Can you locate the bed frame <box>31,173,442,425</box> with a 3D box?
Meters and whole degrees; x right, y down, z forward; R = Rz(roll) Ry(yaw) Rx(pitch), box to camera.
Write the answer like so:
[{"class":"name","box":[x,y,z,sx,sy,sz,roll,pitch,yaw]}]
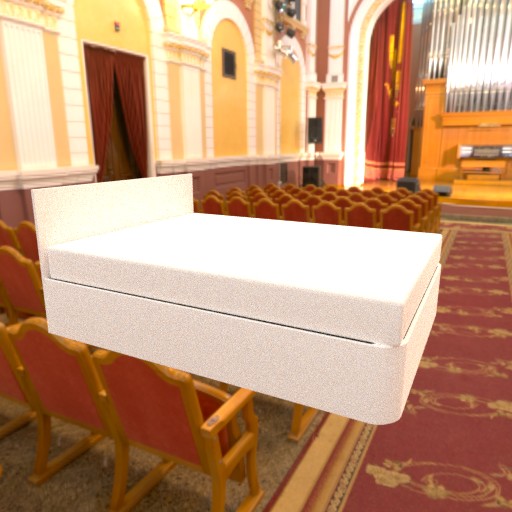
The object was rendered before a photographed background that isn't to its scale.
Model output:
[{"class":"bed frame","box":[0.000,0.000,2.570,1.900,0.800,1.400,7,16,27]}]
